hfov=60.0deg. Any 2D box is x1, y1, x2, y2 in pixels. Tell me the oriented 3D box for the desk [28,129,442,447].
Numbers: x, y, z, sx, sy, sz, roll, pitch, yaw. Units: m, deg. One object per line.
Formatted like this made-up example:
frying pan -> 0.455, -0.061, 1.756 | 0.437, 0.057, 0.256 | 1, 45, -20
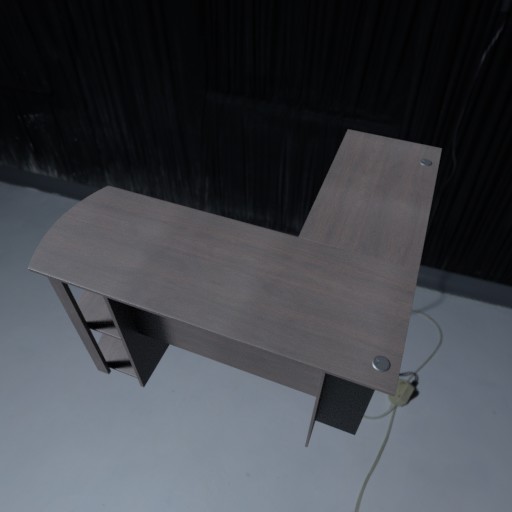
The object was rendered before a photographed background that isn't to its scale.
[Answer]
desk -> 0.000, 0.000, 2.098 | 1.361, 0.716, 1.303 | 16, 50, 14
